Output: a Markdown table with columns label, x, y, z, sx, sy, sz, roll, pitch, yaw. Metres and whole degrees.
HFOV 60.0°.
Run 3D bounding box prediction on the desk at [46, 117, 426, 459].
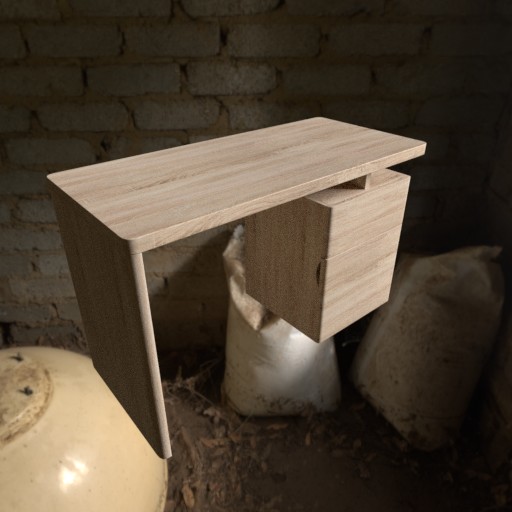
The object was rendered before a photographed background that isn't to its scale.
| label | x | y | z | sx | sy | sz | roll | pitch | yaw |
| --- | --- | --- | --- | --- | --- | --- | --- | --- | --- |
| desk | 0.000 | 0.000 | 1.668 | 1.200 | 0.760 | 0.550 | -23 | 37 | -34 |
